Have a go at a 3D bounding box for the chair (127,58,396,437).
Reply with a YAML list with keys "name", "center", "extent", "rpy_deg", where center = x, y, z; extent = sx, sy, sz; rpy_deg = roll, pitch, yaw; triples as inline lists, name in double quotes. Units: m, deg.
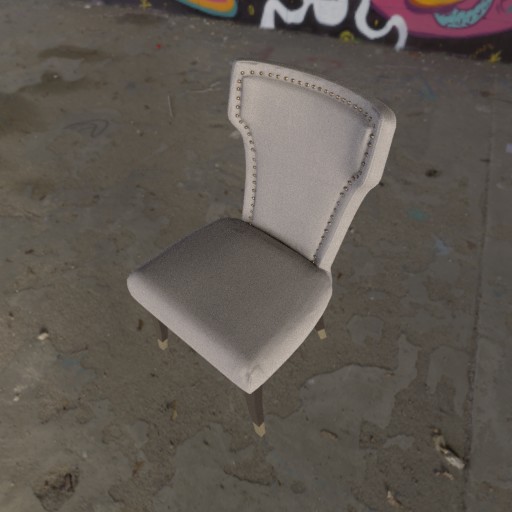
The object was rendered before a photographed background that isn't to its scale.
- name: "chair"
  center: [0.000, 0.000, 1.359]
  extent: [0.526, 0.950, 0.630]
  rpy_deg: [33, 55, 27]
